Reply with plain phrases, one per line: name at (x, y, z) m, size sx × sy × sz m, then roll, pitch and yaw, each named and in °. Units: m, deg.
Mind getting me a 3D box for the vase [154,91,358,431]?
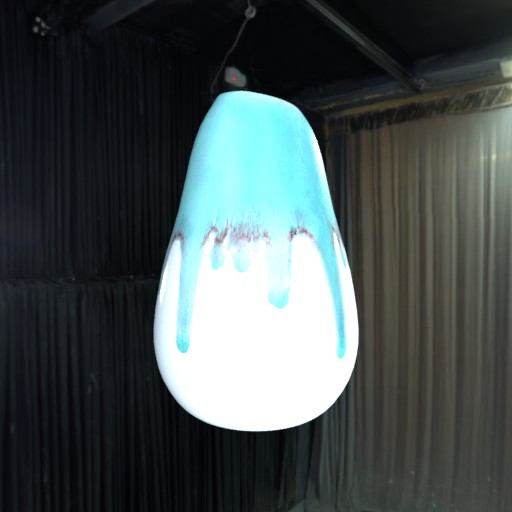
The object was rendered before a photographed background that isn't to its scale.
vase at (0.000, 0.000, 0.257) m, size 0.116 × 0.179 × 0.116 m, roll 0°, pitch 1°, yaw 0°
